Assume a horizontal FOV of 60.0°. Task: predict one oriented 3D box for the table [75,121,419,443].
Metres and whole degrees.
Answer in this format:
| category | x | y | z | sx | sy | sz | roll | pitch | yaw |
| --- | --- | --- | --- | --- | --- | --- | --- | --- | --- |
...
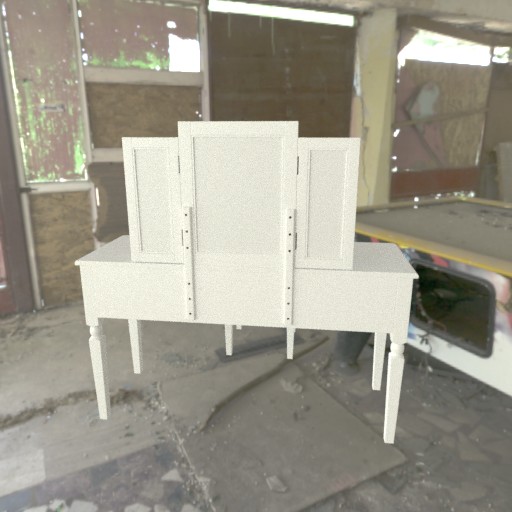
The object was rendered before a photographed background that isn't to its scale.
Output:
| category | x | y | z | sx | sy | sz | roll | pitch | yaw |
| --- | --- | --- | --- | --- | --- | --- | --- | --- | --- |
| table | 0.000 | 0.000 | 2.290 | 1.369 | 1.310 | 1.115 | 2 | 16 | 7 |
